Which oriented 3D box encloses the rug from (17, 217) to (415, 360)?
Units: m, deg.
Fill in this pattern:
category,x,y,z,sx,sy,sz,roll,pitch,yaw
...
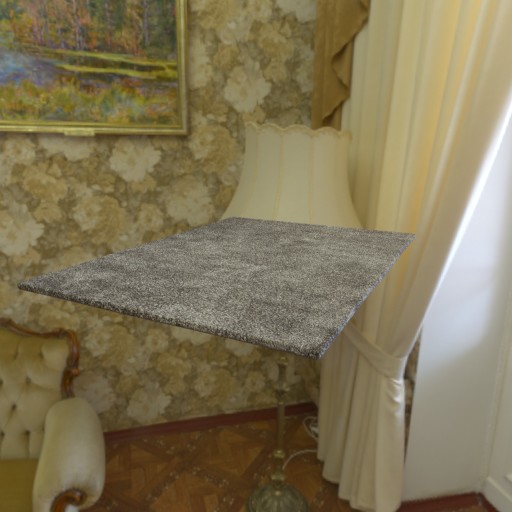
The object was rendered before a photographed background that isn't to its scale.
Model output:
category,x,y,z,sx,sy,sz,roll,pitch,yaw
rug,0.000,0.000,2.084,1.198,0.025,1.601,8,17,26
